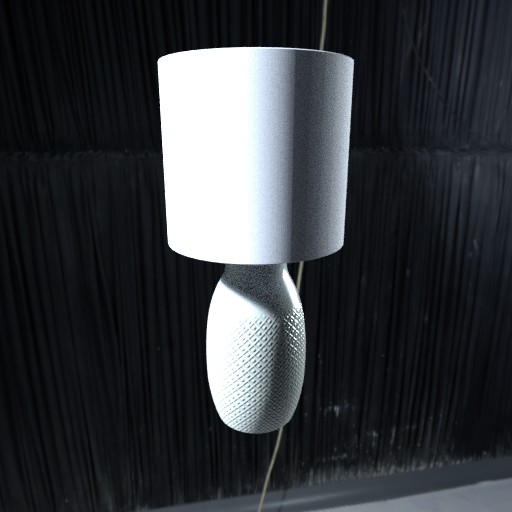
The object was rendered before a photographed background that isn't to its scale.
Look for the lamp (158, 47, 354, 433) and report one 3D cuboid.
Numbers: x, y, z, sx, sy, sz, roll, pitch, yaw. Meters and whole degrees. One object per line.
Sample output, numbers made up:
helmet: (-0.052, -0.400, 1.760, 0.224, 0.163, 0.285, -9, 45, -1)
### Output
lamp: (0.000, 0.000, 0.564, 0.217, 0.453, 0.217, -3, 17, -10)
